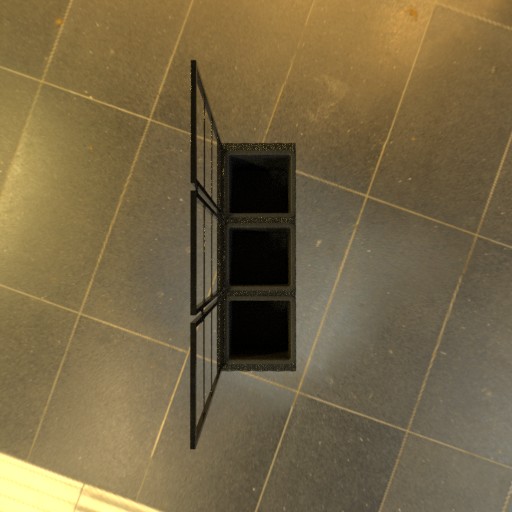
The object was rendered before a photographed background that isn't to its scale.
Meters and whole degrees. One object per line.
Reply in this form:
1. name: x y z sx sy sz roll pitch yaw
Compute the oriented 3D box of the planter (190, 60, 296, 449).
1. planter: 0.000 0.000 1.177 0.244 0.841 0.698 0 89 0
